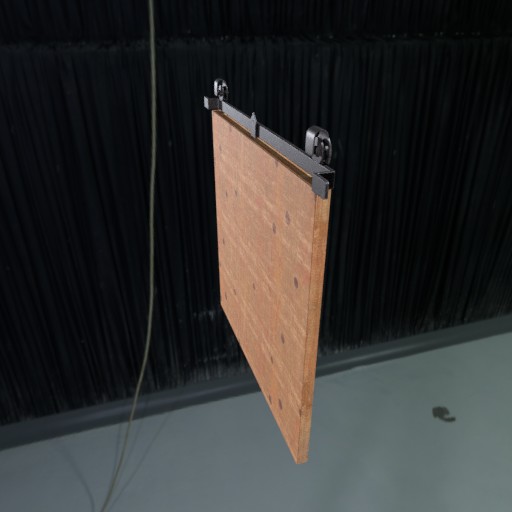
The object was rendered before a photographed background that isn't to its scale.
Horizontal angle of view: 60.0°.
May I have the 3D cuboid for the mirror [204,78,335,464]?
[{"bbox_3d":[0.000,0.000,1.177,0.054,0.800,0.805,-9,30,-17],"label":"mirror"}]
